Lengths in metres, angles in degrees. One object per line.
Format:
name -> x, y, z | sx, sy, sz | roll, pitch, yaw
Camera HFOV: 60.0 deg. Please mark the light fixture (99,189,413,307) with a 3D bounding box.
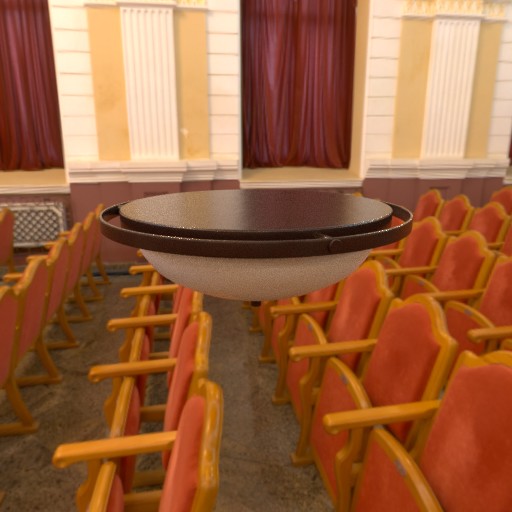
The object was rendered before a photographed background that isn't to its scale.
light fixture -> 0.000, 0.000, 0.553 | 0.361, 0.130, 0.361 | 0, 15, 0
